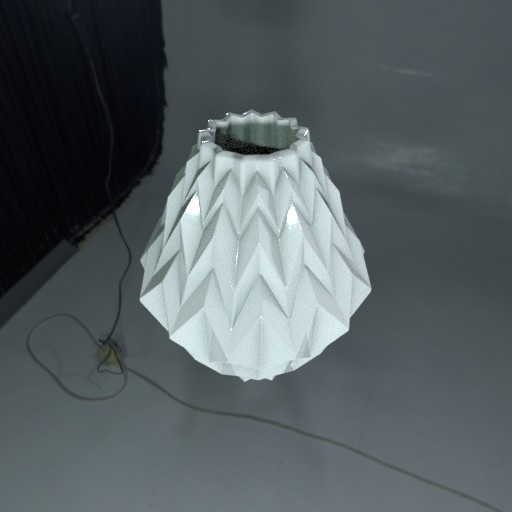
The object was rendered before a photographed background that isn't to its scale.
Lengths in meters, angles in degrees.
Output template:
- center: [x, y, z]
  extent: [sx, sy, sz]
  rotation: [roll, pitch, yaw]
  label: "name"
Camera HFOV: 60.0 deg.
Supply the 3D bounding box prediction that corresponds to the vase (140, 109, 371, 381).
- center: [0.000, 0.000, 0.310]
  extent: [0.164, 0.185, 0.164]
  rotation: [0, 42, 0]
  label: "vase"
